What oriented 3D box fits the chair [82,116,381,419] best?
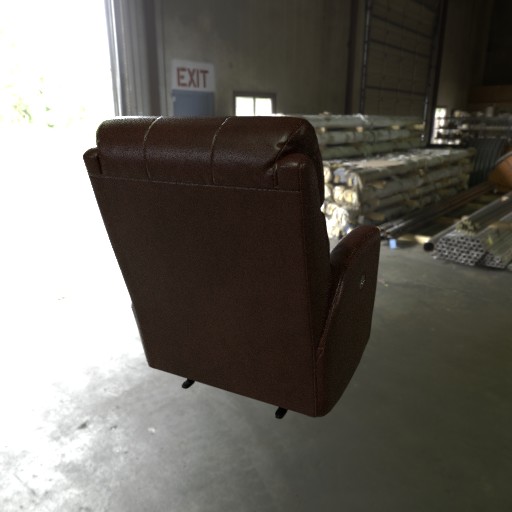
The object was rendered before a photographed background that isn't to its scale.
[{"bbox_3d":[0.000,0.000,1.692,0.787,1.016,0.939,9,19,26],"label":"chair"}]
